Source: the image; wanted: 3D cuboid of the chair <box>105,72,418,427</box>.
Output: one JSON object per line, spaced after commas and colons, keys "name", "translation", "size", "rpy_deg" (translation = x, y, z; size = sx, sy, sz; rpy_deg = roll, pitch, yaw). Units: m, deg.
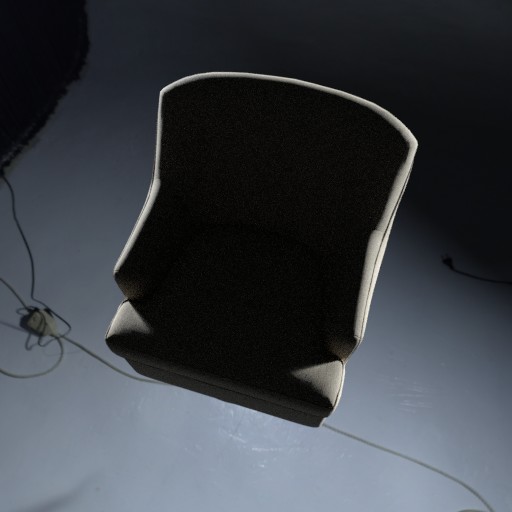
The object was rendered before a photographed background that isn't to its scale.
{"name": "chair", "translation": [0.000, 0.000, 1.589], "size": [0.864, 0.856, 0.923], "rpy_deg": [14, 60, 8]}
